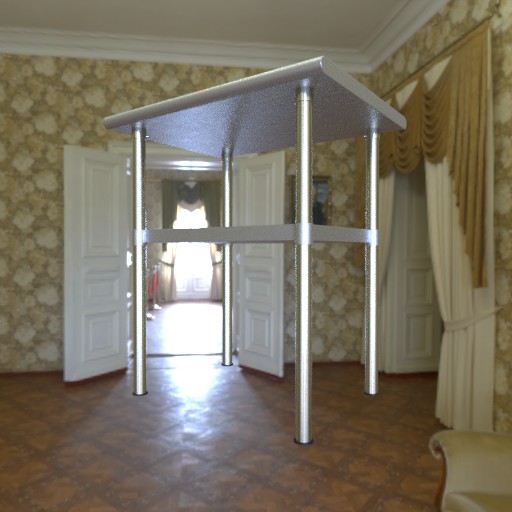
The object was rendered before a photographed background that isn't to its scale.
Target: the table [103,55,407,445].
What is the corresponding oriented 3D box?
[{"bbox_3d":[0.000,0.000,1.405,0.762,0.876,0.584,1,1,36],"label":"table"}]
